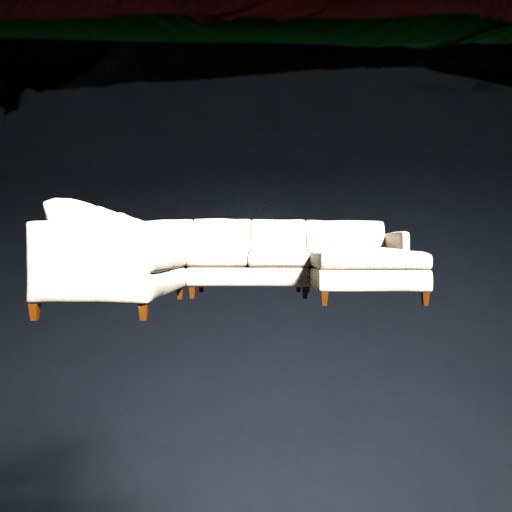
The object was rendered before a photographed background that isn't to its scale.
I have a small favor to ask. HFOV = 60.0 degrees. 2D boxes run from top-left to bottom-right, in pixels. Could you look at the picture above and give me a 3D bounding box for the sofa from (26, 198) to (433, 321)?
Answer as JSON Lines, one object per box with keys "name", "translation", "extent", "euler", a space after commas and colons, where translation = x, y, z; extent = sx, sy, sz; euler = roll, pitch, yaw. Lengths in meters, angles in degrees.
{"name": "sofa", "translation": [0.000, 0.000, 4.558], "extent": [3.460, 0.961, 2.594], "euler": [0, 0, 0]}
